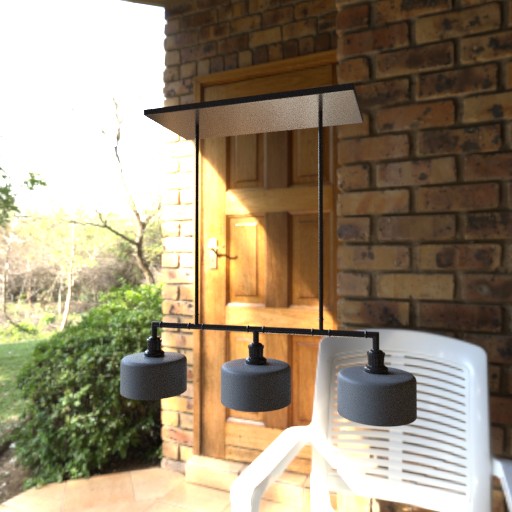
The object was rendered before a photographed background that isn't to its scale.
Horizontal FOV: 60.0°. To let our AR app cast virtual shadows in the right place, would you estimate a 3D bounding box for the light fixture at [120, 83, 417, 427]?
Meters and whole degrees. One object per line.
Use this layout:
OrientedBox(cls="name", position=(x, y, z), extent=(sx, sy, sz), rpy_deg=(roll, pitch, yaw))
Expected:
OrientedBox(cls="light fixture", position=(0.000, 0.000, 0.859), extent=(0.582, 0.557, 0.177), rpy_deg=(0, -1, 18))
